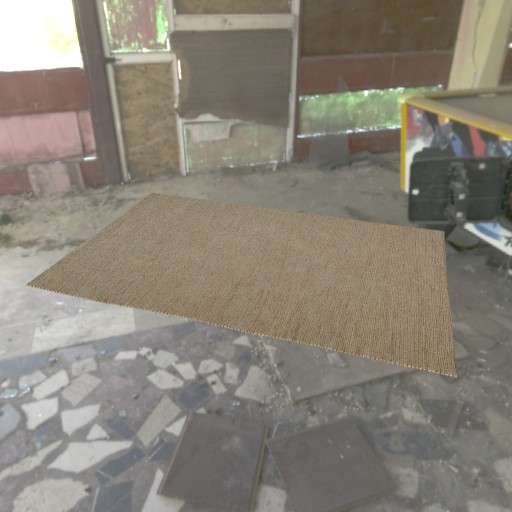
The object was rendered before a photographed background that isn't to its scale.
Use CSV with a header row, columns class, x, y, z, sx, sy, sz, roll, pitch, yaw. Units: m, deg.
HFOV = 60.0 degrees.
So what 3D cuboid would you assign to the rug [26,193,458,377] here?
class,x,y,z,sx,sy,sz,roll,pitch,yaw
rug,0.000,0.000,2.981,2.439,0.011,1.533,9,32,15
